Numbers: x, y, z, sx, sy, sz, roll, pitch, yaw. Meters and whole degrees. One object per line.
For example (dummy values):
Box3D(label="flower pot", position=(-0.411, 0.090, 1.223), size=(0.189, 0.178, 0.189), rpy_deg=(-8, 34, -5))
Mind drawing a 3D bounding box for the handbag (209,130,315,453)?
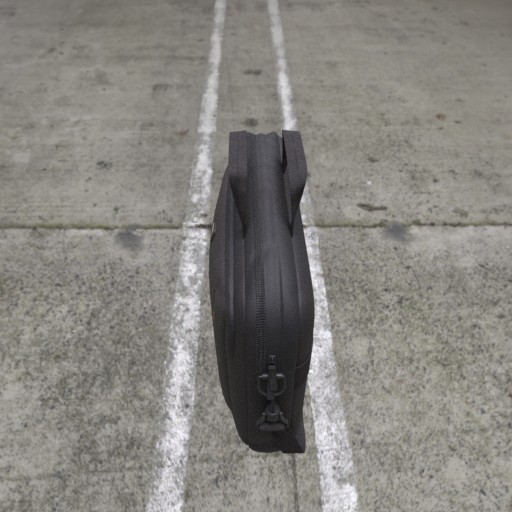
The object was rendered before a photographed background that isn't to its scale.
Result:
Box3D(label="handbag", position=(0.000, 0.000, 0.430), size=(0.089, 0.244, 0.320), rpy_deg=(-1, 42, -1))
